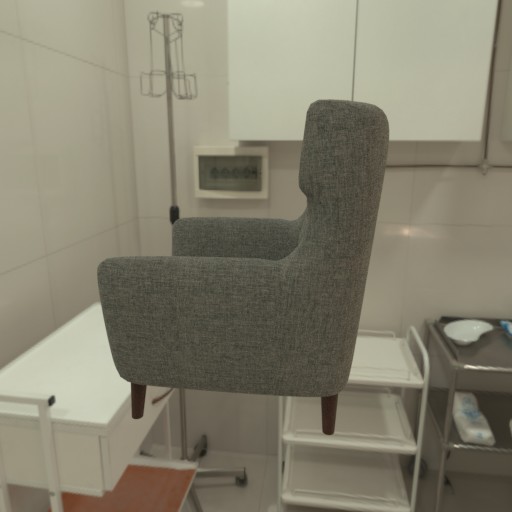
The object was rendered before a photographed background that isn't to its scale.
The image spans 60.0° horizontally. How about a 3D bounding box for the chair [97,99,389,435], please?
[{"bbox_3d":[0.000,0.000,1.701,0.904,1.063,0.878,2,14,7],"label":"chair"}]
